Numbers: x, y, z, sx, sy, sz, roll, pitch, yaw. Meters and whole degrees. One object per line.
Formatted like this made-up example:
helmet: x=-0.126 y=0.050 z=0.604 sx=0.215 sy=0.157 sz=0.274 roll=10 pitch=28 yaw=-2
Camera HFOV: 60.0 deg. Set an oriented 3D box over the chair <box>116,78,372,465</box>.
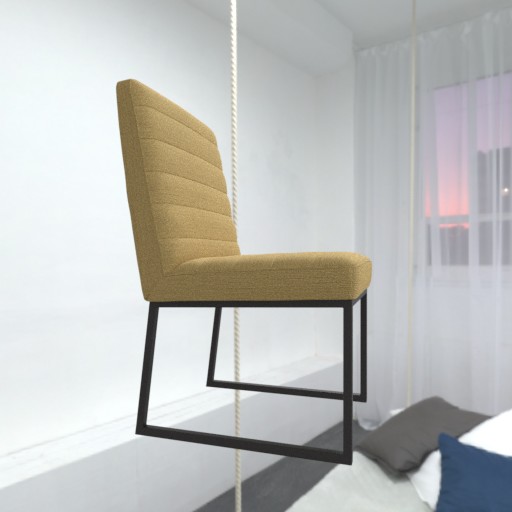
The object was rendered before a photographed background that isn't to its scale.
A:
chair: x=0.000 y=0.000 z=1.294 sx=0.634 sy=0.930 sz=0.520 roll=0 pitch=0 yaw=18
